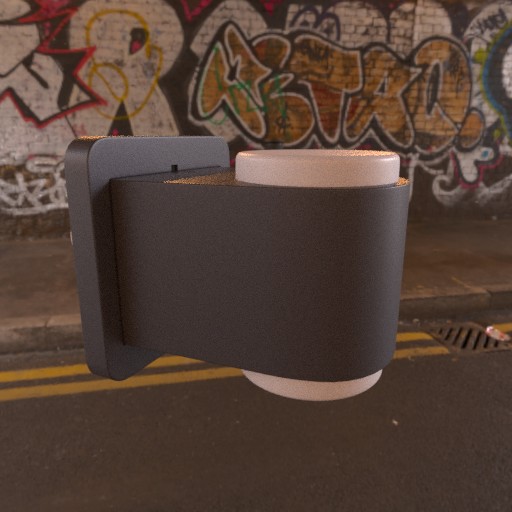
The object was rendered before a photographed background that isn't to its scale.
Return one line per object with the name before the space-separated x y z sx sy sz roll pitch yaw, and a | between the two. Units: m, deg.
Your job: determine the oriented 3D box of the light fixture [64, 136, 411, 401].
light fixture | 0.000 0.000 0.208 0.132 0.109 0.109 8 17 26
